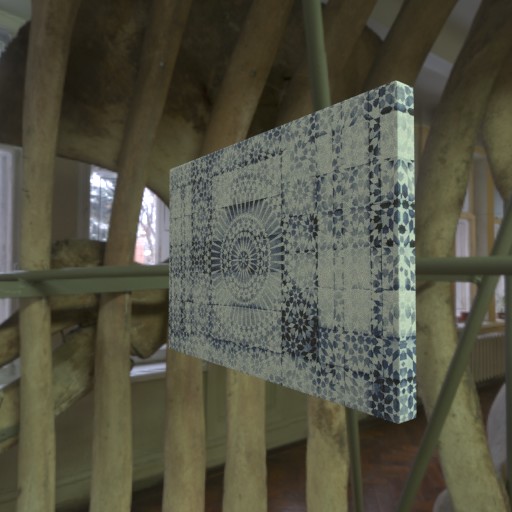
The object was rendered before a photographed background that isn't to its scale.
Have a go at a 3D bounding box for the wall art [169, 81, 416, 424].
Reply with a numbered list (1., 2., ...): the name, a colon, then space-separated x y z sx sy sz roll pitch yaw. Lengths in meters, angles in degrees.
1. wall art: 0.000 0.000 1.162 0.057 0.608 0.911 1 -2 -37
